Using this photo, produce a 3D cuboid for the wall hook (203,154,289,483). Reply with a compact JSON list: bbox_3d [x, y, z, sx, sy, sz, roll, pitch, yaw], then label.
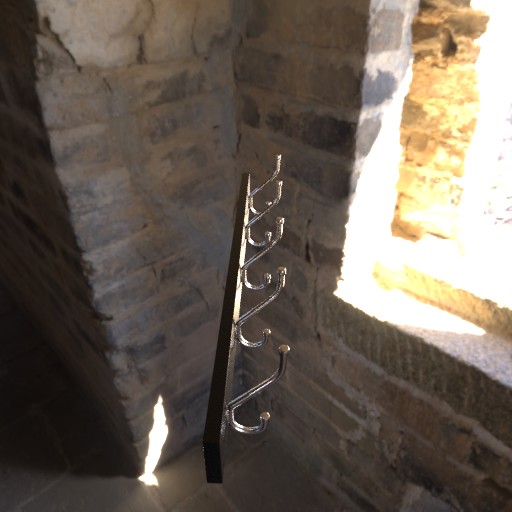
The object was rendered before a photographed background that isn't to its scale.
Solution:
[{"bbox_3d":[0.000,0.000,0.603,0.071,0.117,0.571,1,33,1],"label":"wall hook"}]
